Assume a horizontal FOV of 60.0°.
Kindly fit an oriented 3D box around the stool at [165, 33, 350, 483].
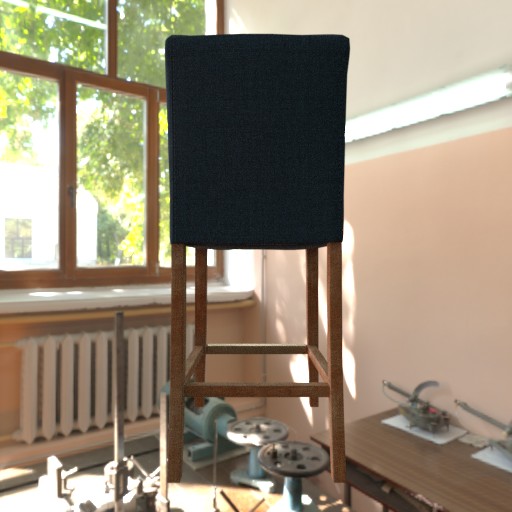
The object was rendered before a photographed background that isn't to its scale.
[{"bbox_3d":[0.000,0.000,1.288,0.454,1.039,0.567,0,0,0],"label":"stool"}]
